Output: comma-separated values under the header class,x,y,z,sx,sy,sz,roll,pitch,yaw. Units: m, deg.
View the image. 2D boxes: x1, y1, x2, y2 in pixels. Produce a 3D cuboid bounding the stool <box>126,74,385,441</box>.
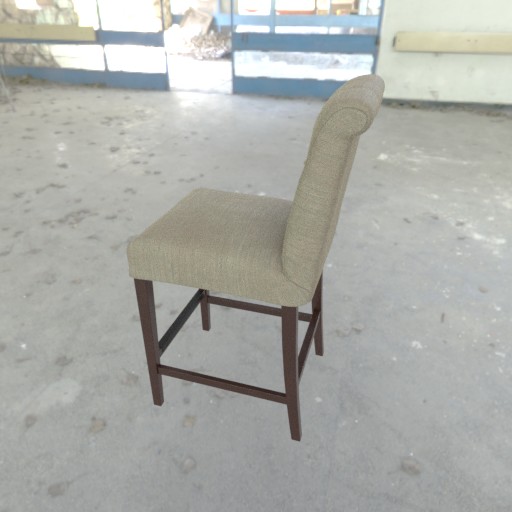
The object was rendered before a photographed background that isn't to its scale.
class,x,y,z,sx,sy,sz,roll,pitch,yaw
stool,0.000,0.000,1.440,0.660,1.084,0.486,9,31,15
